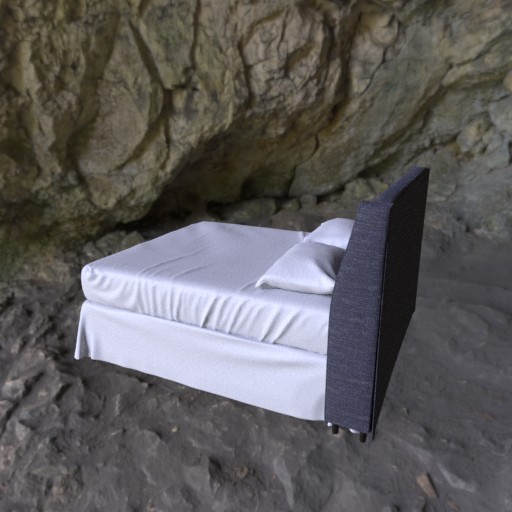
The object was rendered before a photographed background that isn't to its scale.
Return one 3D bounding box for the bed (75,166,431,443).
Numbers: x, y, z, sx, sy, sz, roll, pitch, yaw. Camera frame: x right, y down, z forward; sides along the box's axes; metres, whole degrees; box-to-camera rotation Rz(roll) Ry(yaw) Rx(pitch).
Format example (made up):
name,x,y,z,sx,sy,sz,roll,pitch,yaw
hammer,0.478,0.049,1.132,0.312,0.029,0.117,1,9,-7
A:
name,x,y,z,sx,sy,sz,roll,pitch,yaw
bed,0.000,0.000,3.447,2.276,1.332,1.925,8,19,24
